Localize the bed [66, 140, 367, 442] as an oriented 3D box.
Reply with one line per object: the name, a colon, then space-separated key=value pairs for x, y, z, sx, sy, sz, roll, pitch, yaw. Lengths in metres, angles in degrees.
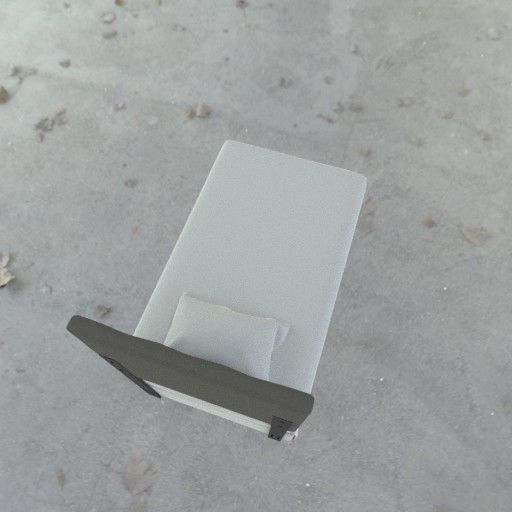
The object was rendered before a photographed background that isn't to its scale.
bed: x=0.000 y=0.000 z=2.990 sx=1.261 sy=1.571 sz=1.997 roll=17 pitch=65 yaw=8
